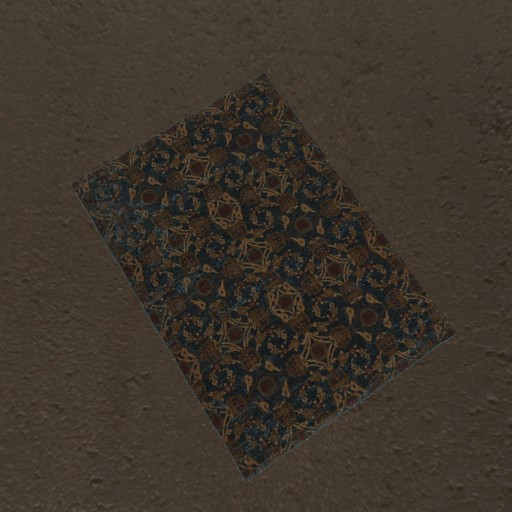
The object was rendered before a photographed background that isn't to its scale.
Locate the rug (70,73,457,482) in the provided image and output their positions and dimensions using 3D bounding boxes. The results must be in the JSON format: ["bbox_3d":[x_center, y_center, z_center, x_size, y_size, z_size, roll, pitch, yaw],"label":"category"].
[{"bbox_3d":[0.000,0.000,4.301,2.337,0.013,3.291,-32,79,-7],"label":"rug"}]
